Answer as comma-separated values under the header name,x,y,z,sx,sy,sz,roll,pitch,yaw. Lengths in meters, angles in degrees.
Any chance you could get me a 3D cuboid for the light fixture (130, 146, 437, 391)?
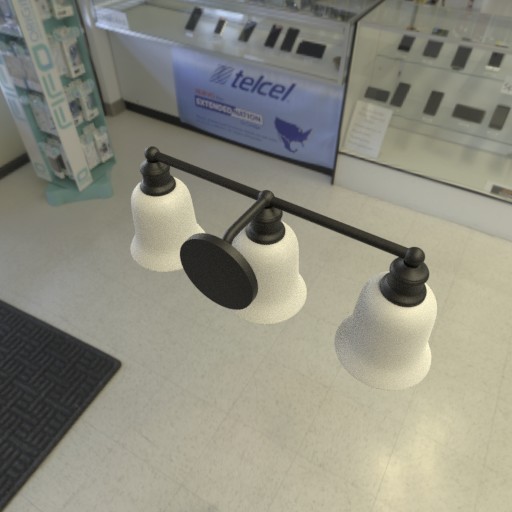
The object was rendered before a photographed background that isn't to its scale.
name,x,y,z,sx,sy,sz,roll,pitch,yaw
light fixture,0.000,0.000,0.670,0.570,0.211,0.198,24,50,23
